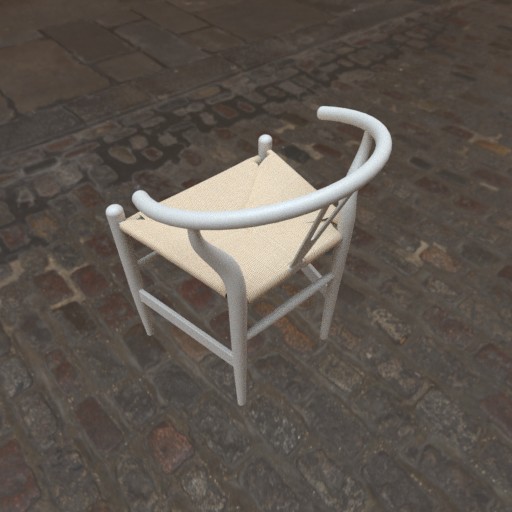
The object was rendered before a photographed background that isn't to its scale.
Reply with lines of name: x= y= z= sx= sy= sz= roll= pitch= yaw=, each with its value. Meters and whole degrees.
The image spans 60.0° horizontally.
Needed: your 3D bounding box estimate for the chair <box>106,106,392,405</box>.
chair: x=0.000 y=0.000 z=1.107 sx=0.533 sy=0.736 sz=0.500 roll=-32 pitch=54 yaw=-27
